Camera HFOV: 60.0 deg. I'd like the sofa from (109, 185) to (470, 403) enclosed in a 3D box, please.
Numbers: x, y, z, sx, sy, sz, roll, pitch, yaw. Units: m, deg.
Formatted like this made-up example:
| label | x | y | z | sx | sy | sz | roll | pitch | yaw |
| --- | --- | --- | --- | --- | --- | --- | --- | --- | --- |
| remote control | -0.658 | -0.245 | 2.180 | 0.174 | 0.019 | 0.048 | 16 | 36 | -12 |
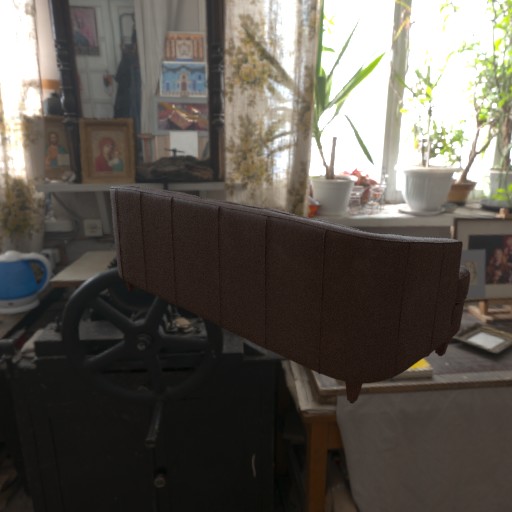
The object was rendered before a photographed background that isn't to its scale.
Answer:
| label | x | y | z | sx | sy | sz | roll | pitch | yaw |
| --- | --- | --- | --- | --- | --- | --- | --- | --- | --- |
| sofa | 0.000 | 0.000 | 2.684 | 0.927 | 0.787 | 2.227 | -15 | 22 | -42 |
